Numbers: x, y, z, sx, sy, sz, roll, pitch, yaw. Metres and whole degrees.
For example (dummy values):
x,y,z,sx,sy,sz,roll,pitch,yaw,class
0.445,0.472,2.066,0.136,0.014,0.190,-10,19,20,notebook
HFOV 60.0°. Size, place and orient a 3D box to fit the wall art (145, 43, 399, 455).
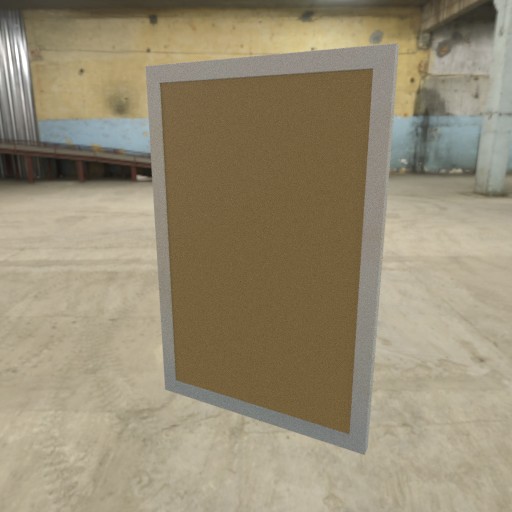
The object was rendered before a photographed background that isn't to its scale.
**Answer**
x,y,z,sx,sy,sz,roll,pitch,yaw,class
0.000,0.000,1.380,0.764,1.143,0.038,8,17,27,wall art
